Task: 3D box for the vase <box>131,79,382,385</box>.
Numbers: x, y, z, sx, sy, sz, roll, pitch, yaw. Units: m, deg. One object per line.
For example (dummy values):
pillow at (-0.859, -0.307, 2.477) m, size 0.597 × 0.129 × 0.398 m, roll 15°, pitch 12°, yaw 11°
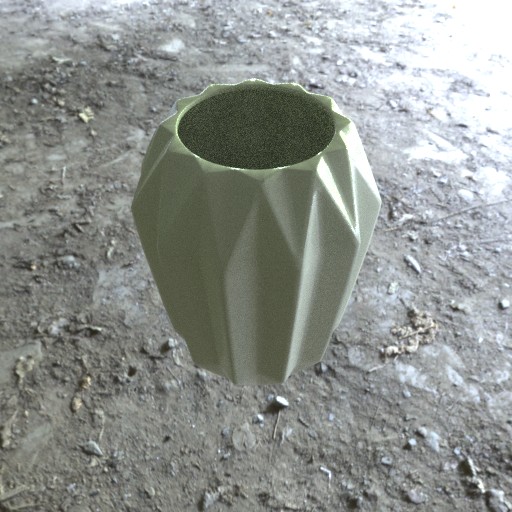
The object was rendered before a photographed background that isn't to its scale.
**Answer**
vase at (0.000, 0.000, 0.409) m, size 0.195 × 0.275 × 0.195 m, roll 0°, pitch 47°, yaw 0°
